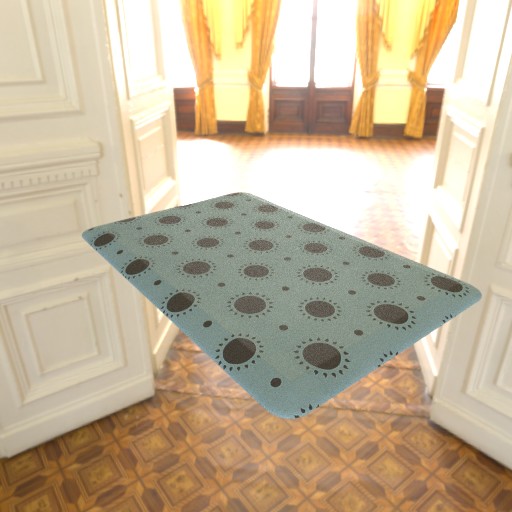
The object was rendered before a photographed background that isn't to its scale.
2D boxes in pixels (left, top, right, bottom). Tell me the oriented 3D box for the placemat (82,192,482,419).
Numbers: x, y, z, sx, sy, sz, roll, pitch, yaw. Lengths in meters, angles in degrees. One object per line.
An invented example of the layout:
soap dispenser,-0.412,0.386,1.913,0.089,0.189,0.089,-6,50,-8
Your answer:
placemat,0.000,0.000,0.948,0.508,0.021,0.762,-19,33,-34
